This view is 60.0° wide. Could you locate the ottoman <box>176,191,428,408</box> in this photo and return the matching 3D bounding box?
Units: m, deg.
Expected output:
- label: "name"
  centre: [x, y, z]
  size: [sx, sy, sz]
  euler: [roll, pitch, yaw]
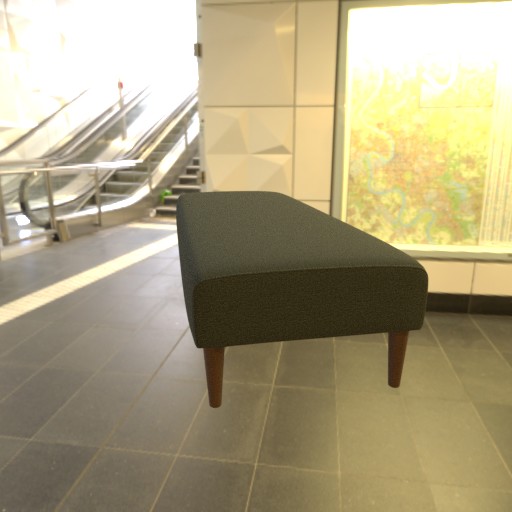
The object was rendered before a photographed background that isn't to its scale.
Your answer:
- label: "ottoman"
  centre: [0.000, 0.000, 1.883]
  size: [0.646, 0.393, 1.609]
  euler: [-3, 15, -11]
